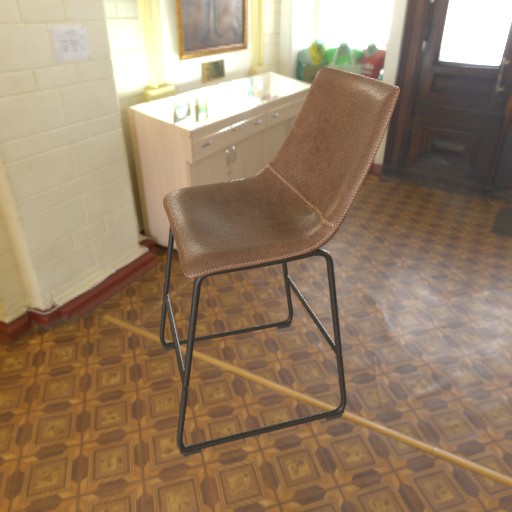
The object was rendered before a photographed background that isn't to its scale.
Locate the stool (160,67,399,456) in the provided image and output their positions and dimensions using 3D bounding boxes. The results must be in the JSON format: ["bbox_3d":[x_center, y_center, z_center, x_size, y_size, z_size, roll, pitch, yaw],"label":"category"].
[{"bbox_3d":[0.000,0.000,1.192,0.550,0.890,0.460,-8,30,-14],"label":"stool"}]
